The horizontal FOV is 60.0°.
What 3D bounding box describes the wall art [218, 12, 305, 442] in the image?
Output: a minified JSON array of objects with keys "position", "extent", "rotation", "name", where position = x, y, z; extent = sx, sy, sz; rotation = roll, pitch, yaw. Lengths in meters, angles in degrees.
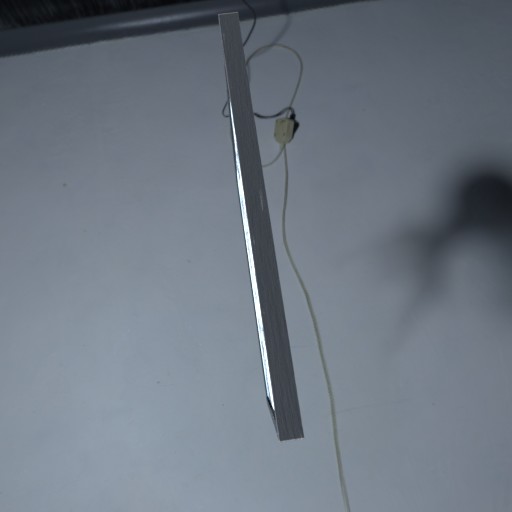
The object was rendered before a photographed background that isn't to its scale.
[{"position":[0.000,0.000,1.112],"extent":[0.037,0.761,0.761],"rotation":[-8,76,-2],"name":"wall art"}]
